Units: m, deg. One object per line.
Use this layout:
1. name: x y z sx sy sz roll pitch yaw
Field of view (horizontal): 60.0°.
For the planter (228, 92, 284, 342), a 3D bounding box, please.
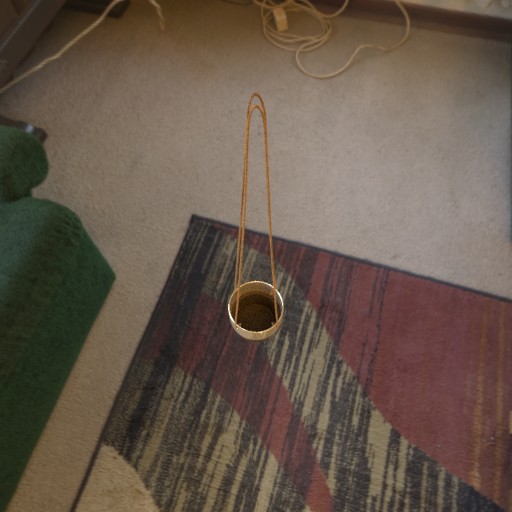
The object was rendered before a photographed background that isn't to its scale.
1. planter: 0.000 0.000 1.157 0.187 1.073 0.187 -1 63 -1
